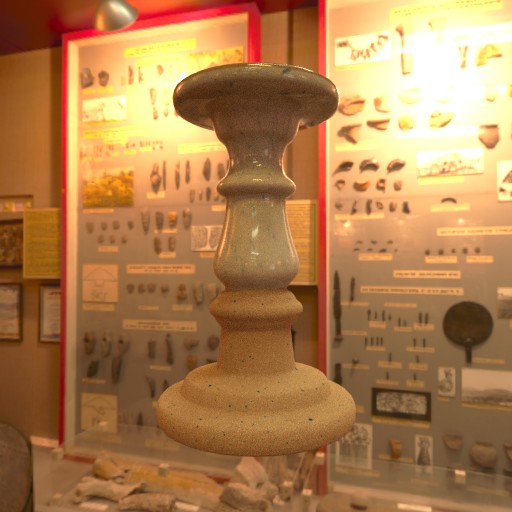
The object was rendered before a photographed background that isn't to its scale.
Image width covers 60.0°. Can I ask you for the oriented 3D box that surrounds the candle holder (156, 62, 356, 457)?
[{"bbox_3d":[0.000,0.000,0.280,0.123,0.202,0.123,0,0,0],"label":"candle holder"}]
